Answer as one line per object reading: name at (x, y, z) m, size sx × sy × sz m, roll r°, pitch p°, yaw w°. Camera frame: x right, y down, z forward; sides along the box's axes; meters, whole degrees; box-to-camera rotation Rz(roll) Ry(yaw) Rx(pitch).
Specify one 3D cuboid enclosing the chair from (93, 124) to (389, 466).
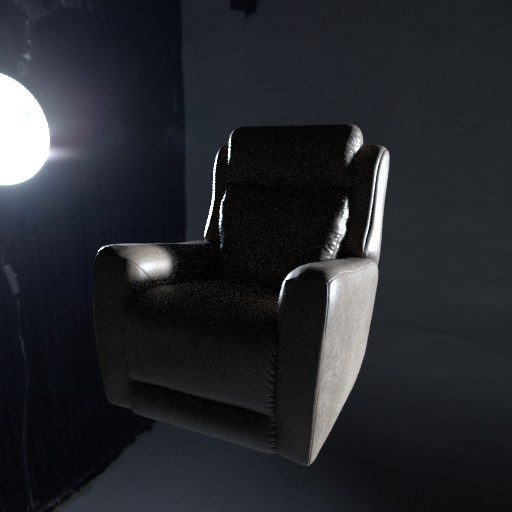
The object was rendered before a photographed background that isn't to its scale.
chair at (0.000, 0.000, 1.915) m, size 0.967 × 1.116 × 1.068 m, roll 7°, pitch 15°, yaw 25°
